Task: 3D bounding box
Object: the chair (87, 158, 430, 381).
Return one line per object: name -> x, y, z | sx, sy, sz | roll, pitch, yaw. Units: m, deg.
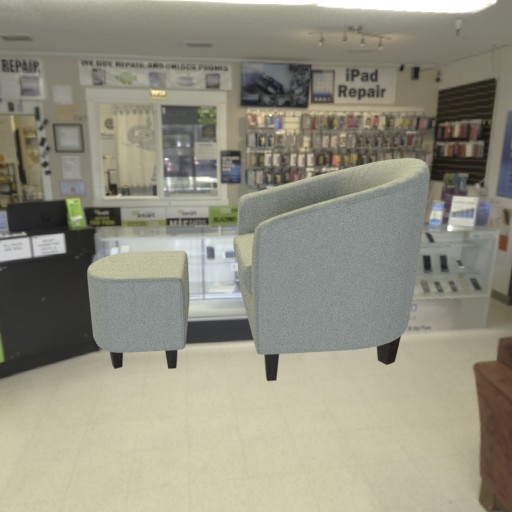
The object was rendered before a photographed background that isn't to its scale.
chair -> 0.000, 0.000, 1.764 | 1.288, 0.757, 0.756 | -2, 14, -7
